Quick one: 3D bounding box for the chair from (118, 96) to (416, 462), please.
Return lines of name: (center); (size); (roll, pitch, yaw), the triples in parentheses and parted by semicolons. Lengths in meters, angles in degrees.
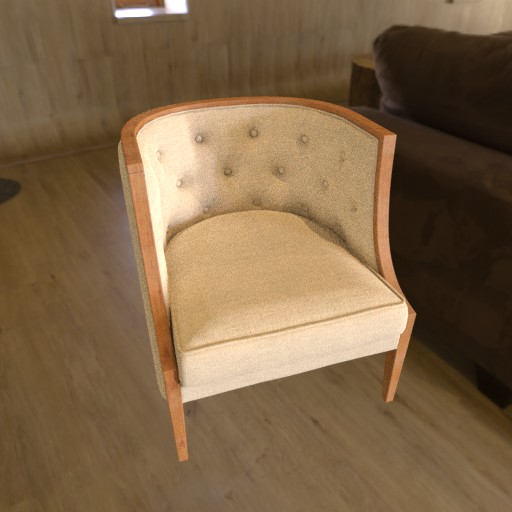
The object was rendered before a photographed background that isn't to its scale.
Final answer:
chair: (0.000, 0.000, 1.373); (0.711, 0.775, 0.757); (-10, 35, -15)
